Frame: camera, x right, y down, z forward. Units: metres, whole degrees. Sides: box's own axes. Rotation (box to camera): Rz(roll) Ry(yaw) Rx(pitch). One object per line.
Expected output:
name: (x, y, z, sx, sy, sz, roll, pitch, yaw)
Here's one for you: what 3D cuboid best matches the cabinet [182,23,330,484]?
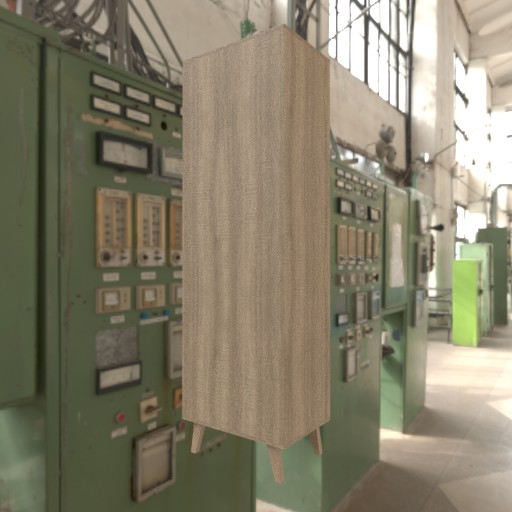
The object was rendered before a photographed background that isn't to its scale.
cabinet: (0.000, 0.000, 2.090, 0.570, 1.850, 0.400, 0, 0, 36)
